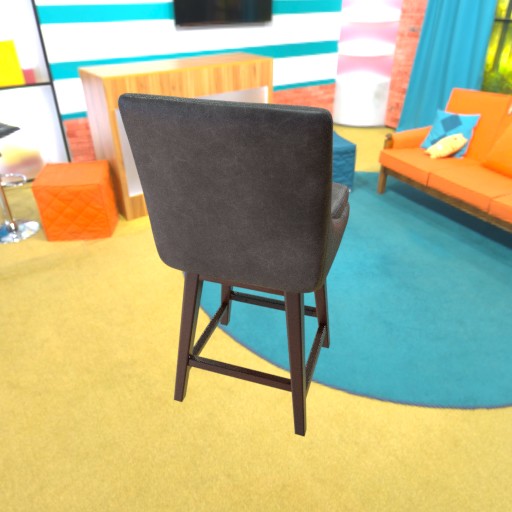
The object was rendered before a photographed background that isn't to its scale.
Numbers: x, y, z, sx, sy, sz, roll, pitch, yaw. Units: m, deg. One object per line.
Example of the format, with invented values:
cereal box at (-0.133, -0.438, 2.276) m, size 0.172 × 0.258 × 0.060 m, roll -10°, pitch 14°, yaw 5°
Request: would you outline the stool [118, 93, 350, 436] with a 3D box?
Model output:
stool at (0.000, 0.000, 1.382) m, size 0.492 × 1.046 × 0.587 m, roll 10°, pitch 33°, yaw 16°
